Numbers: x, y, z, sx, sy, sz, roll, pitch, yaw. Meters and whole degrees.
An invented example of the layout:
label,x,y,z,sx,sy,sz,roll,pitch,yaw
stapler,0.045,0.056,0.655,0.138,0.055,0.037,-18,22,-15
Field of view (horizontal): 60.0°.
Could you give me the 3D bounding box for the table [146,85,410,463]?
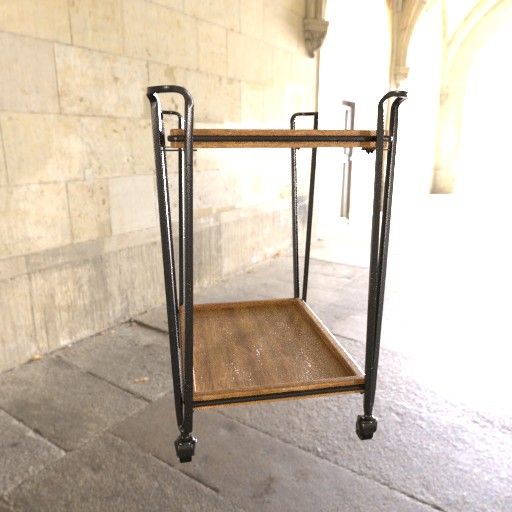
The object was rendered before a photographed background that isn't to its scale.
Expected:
label,x,y,z,sx,sy,sz,roll,pitch,yaw
table,0.000,0.000,1.201,0.505,0.785,0.672,-3,15,-10
